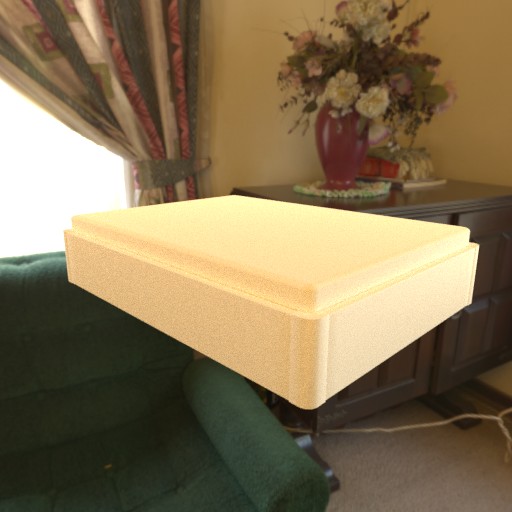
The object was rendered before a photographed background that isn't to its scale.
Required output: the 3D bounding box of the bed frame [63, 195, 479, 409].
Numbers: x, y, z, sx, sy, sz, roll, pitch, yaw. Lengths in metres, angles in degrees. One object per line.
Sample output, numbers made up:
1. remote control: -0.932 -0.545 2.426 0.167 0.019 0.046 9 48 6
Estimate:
1. bed frame: 0.000 0.000 2.493 1.400 0.406 1.900 -15 21 -43
